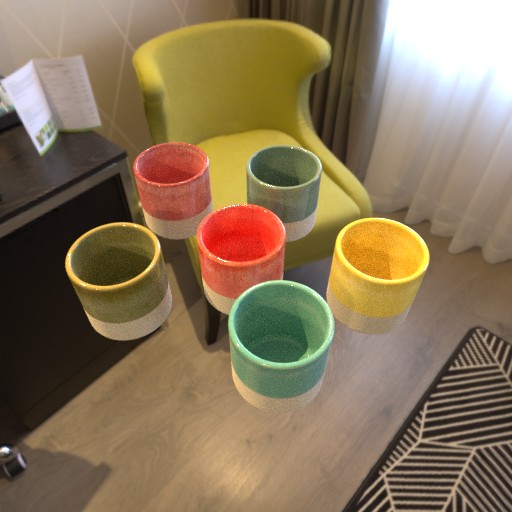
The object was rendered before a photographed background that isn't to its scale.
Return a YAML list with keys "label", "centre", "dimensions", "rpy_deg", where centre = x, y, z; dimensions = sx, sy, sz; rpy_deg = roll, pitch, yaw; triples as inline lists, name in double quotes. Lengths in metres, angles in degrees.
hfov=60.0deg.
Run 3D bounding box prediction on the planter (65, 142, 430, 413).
- label: "planter"
  centre: [0.000, 0.000, 0.405]
  dimensions: [0.286, 0.075, 0.257]
  rpy_deg: [9, 48, 8]
